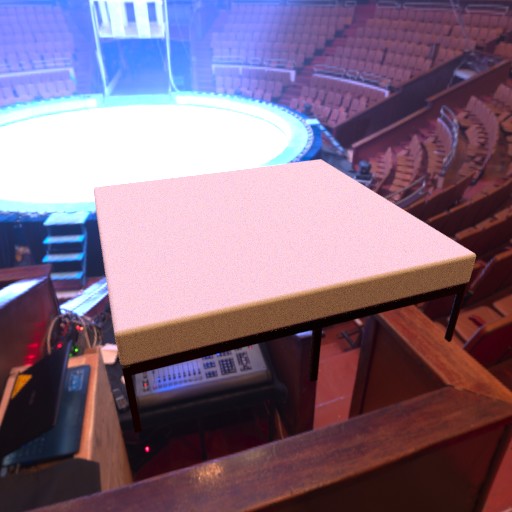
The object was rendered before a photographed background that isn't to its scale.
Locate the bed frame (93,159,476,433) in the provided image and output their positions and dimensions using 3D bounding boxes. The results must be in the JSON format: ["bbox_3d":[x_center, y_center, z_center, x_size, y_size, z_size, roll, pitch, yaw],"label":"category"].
[{"bbox_3d":[0.000,0.000,3.237,2.079,0.659,1.963,-11,31,-18],"label":"bed frame"}]
